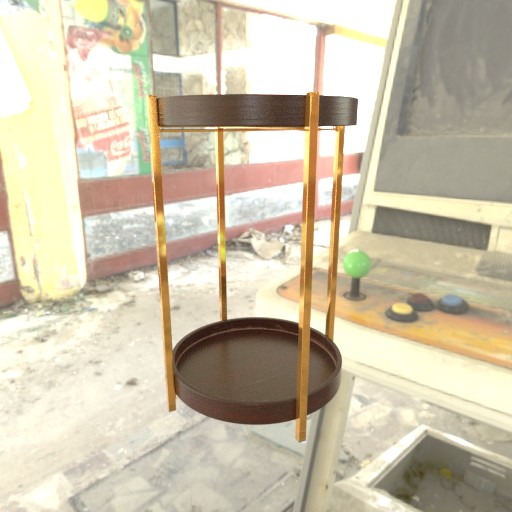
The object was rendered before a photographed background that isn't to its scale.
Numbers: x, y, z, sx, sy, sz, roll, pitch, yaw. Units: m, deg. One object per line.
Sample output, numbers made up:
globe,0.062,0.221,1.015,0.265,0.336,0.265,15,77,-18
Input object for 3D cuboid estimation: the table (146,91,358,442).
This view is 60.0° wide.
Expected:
table,0.000,0.000,0.906,0.400,0.610,0.400,-8,18,-24
